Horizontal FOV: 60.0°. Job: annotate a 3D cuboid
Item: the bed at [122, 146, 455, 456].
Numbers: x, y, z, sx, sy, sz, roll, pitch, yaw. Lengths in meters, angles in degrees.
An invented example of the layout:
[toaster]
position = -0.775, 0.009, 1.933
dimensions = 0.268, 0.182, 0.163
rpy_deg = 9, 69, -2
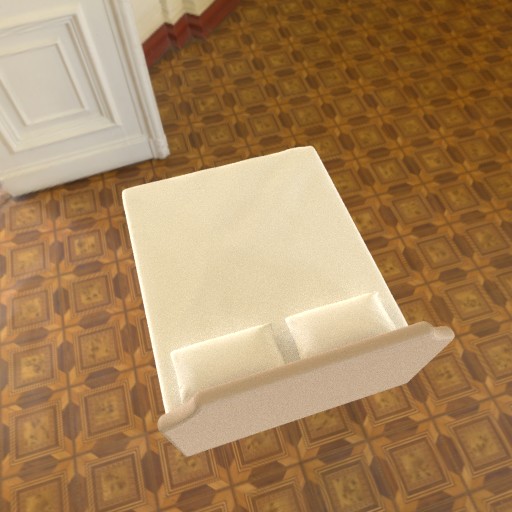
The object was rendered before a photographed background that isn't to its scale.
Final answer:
[bed]
position = 0.000, 0.000, 4.166
dimensions = 2.350, 1.590, 2.773
rpy_deg = -15, 60, -9
